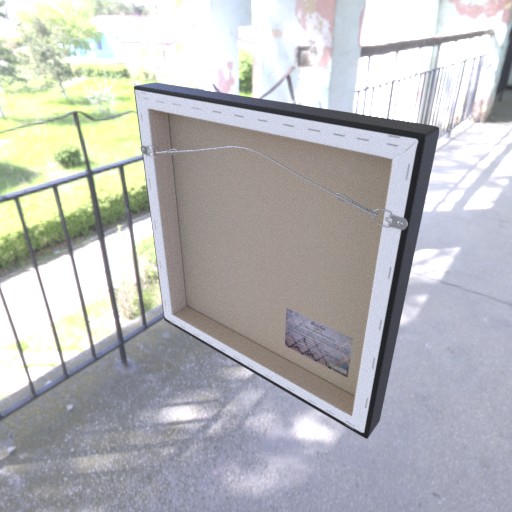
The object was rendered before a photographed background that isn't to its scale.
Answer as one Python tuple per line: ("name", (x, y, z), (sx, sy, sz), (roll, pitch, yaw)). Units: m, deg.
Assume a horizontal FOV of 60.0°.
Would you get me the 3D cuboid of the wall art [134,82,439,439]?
("wall art", (0.000, 0.000, 0.608), (0.406, 0.407, 0.041), (22, 37, 33))
